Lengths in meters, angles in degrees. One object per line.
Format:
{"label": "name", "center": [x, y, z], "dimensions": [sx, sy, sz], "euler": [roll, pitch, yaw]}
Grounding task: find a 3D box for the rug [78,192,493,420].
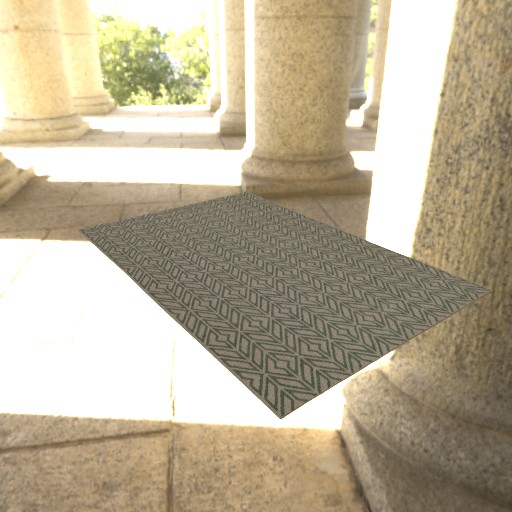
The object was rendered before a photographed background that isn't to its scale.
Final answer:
{"label": "rug", "center": [0.000, 0.000, 2.261], "dimensions": [1.220, 0.007, 1.828], "euler": [-18, 31, -33]}
